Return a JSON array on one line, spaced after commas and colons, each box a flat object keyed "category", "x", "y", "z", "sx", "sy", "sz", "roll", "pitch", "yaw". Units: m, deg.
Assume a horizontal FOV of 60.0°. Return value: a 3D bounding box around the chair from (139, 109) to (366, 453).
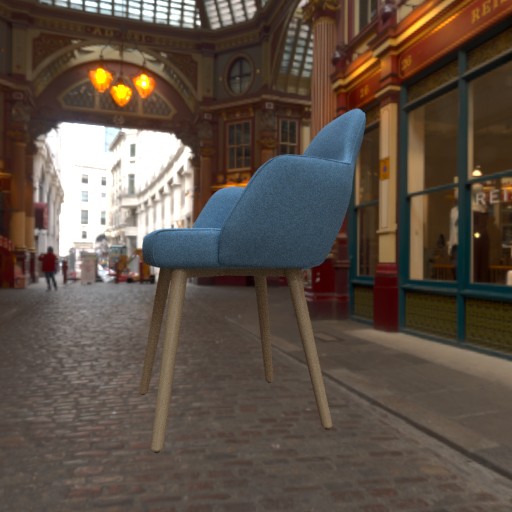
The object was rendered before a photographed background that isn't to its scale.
[{"category": "chair", "x": 0.000, "y": 0.000, "z": 1.355, "sx": 0.666, "sy": 0.920, "sz": 0.589, "roll": 0, "pitch": 0, "yaw": -18}]
